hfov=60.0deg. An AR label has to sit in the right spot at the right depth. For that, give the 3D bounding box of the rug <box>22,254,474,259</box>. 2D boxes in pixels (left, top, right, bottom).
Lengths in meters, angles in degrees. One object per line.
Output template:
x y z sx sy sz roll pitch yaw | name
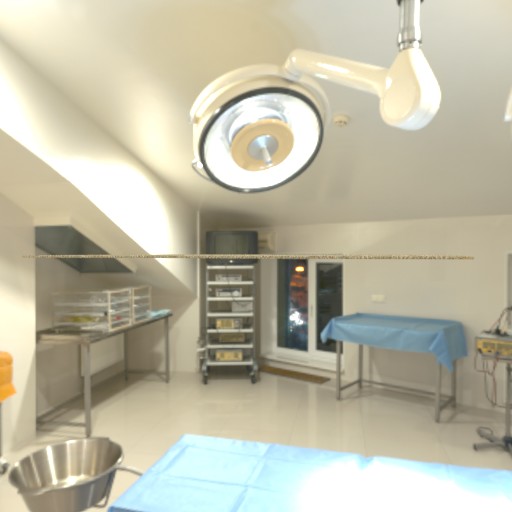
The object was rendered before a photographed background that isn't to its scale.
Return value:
0.000 0.000 2.990 2.448 0.012 1.540 0 0 18 | rug
